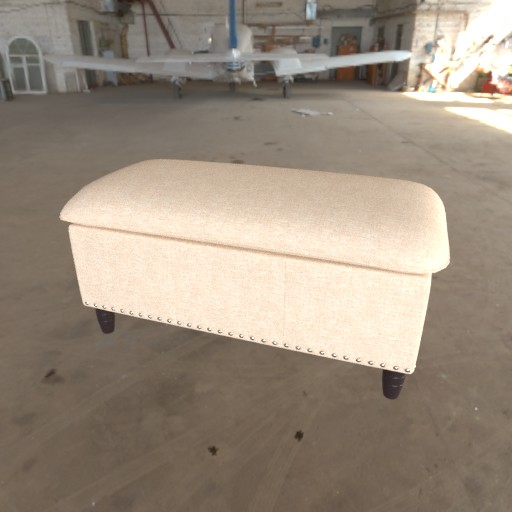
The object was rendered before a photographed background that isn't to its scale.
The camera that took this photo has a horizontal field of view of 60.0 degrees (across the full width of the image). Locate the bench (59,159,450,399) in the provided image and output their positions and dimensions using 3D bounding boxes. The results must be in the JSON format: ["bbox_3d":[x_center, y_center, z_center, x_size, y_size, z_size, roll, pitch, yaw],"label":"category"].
[{"bbox_3d":[0.000,0.000,1.292,0.991,0.483,0.483,9,27,17],"label":"bench"}]
